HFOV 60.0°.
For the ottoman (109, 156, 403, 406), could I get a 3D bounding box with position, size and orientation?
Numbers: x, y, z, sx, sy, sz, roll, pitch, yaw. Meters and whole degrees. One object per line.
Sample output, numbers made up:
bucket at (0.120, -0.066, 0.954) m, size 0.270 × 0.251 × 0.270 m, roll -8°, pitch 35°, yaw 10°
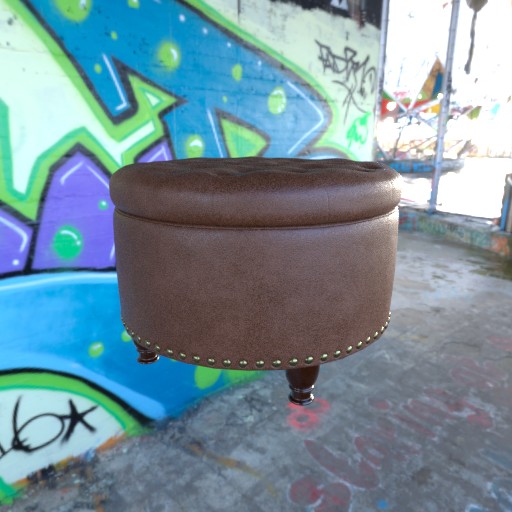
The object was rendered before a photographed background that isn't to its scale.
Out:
ottoman at (0.000, 0.000, 1.055) m, size 0.637 × 0.442 × 0.637 m, roll 0°, pitch 16°, yaw 0°
